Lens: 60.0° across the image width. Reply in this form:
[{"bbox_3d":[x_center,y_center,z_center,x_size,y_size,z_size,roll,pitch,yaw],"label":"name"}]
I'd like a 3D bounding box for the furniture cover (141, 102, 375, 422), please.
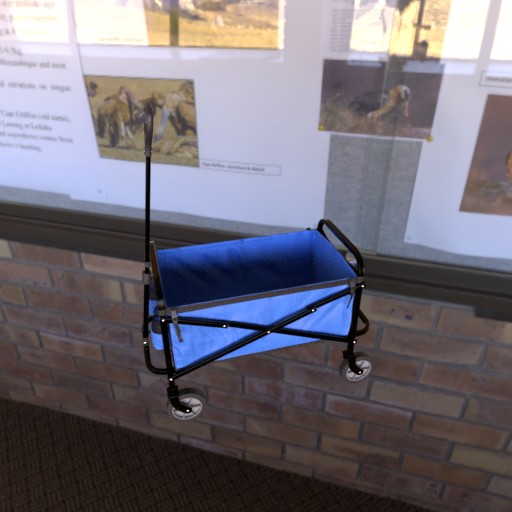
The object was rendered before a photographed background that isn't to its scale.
[{"bbox_3d":[0.000,0.000,1.883,1.038,1.295,0.532,-8,32,-14],"label":"furniture cover"}]
